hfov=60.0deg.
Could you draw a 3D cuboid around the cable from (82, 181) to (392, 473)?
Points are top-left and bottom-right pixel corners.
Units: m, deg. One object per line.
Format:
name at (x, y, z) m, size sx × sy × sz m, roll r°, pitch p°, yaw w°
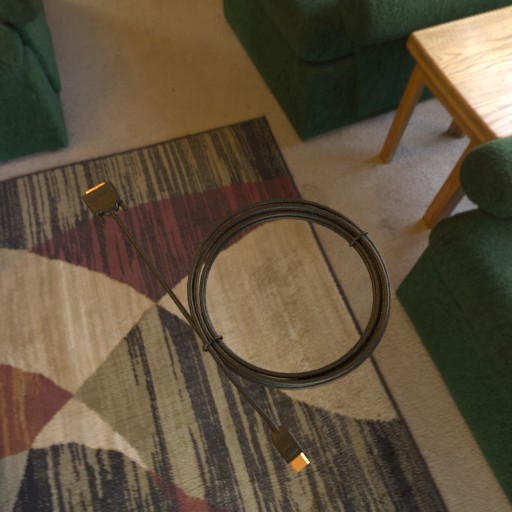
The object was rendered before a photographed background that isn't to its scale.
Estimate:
cable at (0.000, 0.000, 0.533) m, size 0.257 × 0.030 × 0.422 m, roll -34°, pitch 68°, yaw -16°
